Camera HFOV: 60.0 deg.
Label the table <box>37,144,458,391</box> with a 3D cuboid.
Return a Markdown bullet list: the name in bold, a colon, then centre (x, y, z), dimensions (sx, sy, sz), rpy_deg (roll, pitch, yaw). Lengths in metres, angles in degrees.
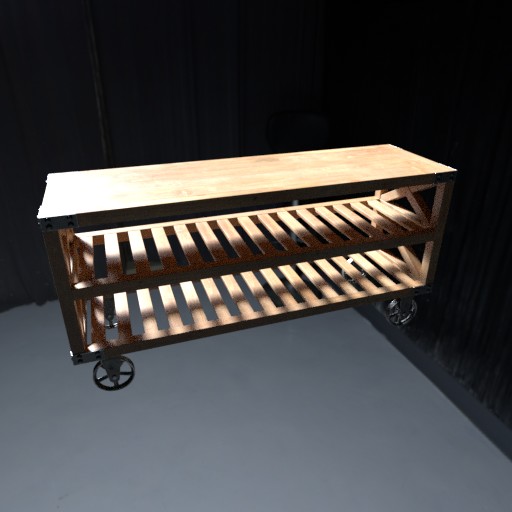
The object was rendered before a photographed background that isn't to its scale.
- **table**: centre (0.000, 0.000, 1.834), dimensions (1.487, 0.711, 0.467), rpy_deg (-9, 29, -17)
